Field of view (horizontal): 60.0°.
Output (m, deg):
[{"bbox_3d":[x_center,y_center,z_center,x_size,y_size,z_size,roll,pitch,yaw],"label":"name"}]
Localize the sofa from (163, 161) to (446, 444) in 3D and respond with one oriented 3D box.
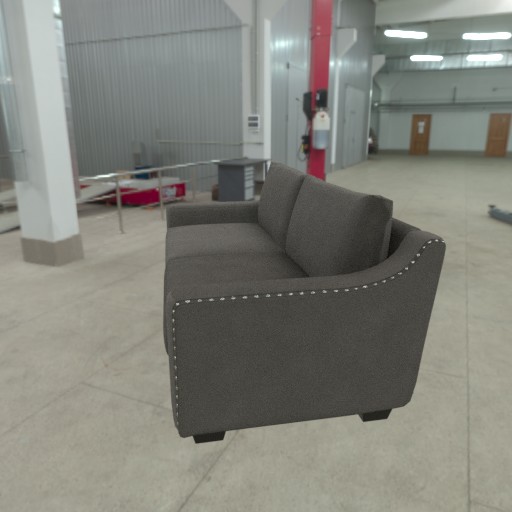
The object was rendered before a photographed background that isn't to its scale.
[{"bbox_3d":[0.000,0.000,3.256,1.336,1.196,2.550,-3,17,-11],"label":"sofa"}]
